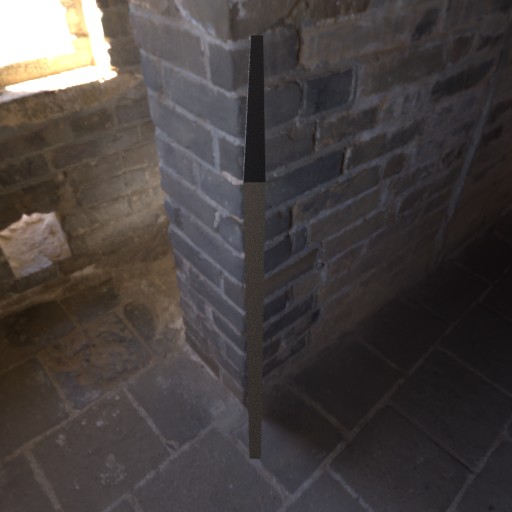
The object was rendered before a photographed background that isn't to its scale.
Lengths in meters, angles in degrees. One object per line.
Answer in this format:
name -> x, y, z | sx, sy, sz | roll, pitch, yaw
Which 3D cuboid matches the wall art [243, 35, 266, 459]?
wall art -> 0.000, 0.000, 1.392 | 0.038, 1.062, 0.806 | 0, 42, 0
